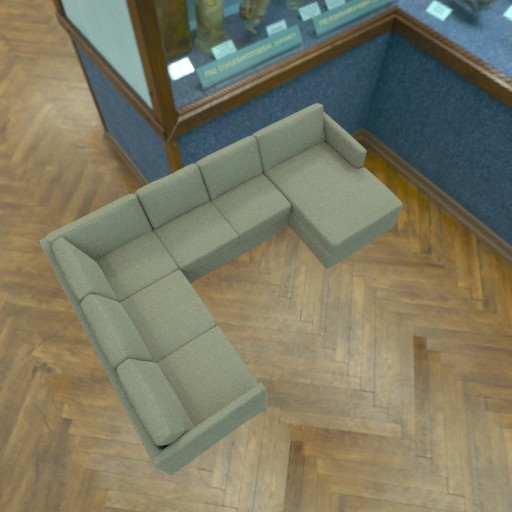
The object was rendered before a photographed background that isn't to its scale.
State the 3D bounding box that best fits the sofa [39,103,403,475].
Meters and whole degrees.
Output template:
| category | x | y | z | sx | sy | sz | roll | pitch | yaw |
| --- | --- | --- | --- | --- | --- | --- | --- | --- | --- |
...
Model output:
| category | x | y | z | sx | sy | sz | roll | pitch | yaw |
| --- | --- | --- | --- | --- | --- | --- | --- | --- | --- |
| sofa | 0.000 | 0.000 | 4.482 | 3.460 | 0.882 | 2.427 | -31 | 64 | -17 |
